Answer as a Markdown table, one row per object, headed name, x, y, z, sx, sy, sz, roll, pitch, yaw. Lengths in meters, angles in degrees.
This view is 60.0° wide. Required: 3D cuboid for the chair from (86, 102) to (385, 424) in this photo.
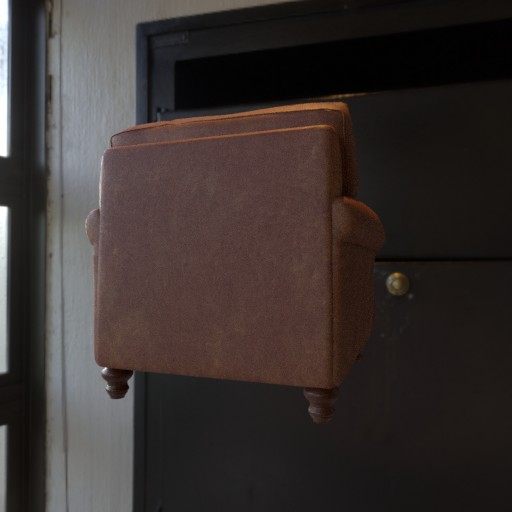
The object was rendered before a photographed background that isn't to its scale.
| name | x | y | z | sx | sy | sz | roll | pitch | yaw |
| --- | --- | --- | --- | --- | --- | --- | --- | --- | --- |
| chair | 0.000 | 0.000 | 1.776 | 0.983 | 0.962 | 0.986 | 0 | -1 | 19 |
